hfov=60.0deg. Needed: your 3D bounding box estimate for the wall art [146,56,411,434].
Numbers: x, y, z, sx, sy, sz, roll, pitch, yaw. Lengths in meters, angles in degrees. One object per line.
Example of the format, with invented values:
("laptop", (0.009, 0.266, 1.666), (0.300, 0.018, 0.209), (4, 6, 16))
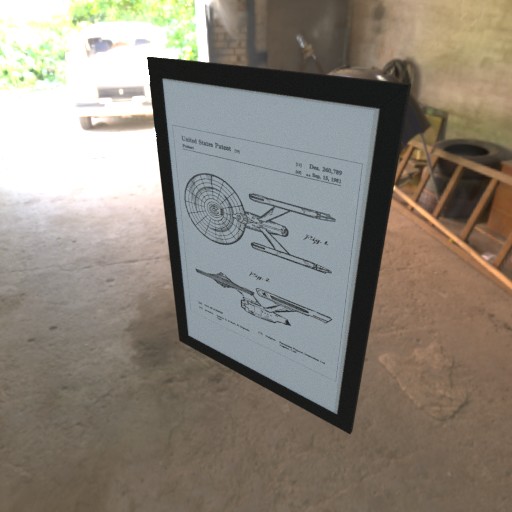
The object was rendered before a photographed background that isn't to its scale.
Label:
("wall art", (0.000, 0.000, 0.672), (0.379, 0.530, 0.008), (20, 36, 30))
